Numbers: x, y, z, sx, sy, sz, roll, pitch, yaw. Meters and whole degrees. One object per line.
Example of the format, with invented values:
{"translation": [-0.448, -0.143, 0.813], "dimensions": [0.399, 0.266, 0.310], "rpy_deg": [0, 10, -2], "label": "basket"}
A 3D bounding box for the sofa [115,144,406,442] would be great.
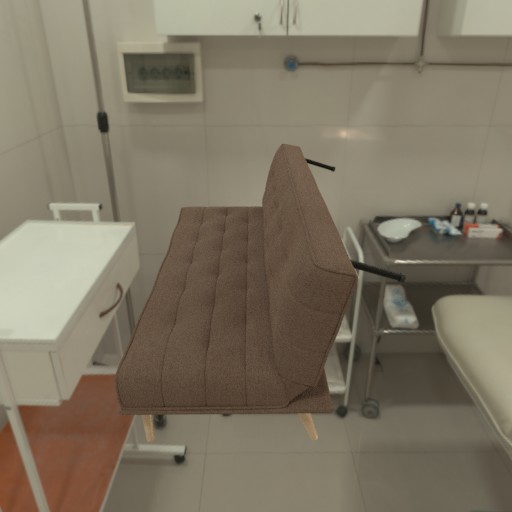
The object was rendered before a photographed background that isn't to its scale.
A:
{"translation": [0.000, 0.000, 2.337], "dimensions": [1.038, 0.810, 1.820], "rpy_deg": [0, 26, 0], "label": "sofa"}
